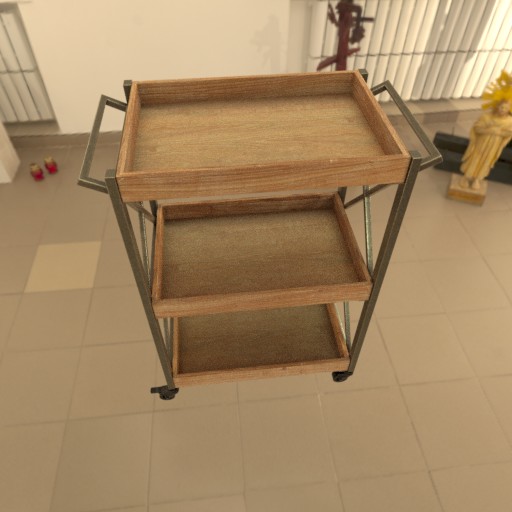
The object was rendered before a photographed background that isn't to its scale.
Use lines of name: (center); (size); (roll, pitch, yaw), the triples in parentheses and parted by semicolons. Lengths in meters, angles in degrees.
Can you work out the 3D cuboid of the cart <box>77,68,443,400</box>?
cart: (0.000, 0.000, 1.200); (0.673, 0.835, 0.377); (-5, 47, -4)
